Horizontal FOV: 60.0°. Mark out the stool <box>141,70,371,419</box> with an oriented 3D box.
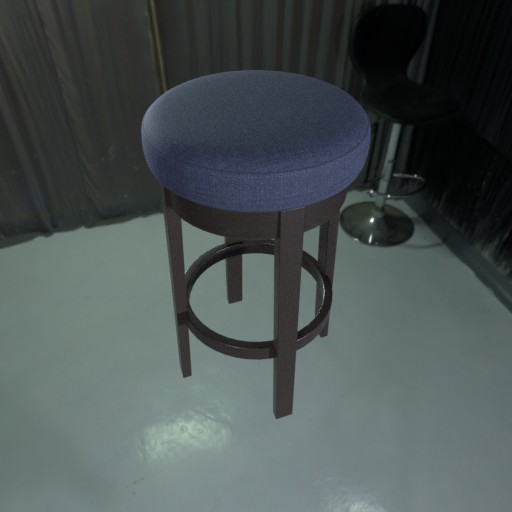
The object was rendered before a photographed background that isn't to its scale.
[{"bbox_3d":[0.000,0.000,1.061,0.446,0.758,0.446,0,42,0],"label":"stool"}]
